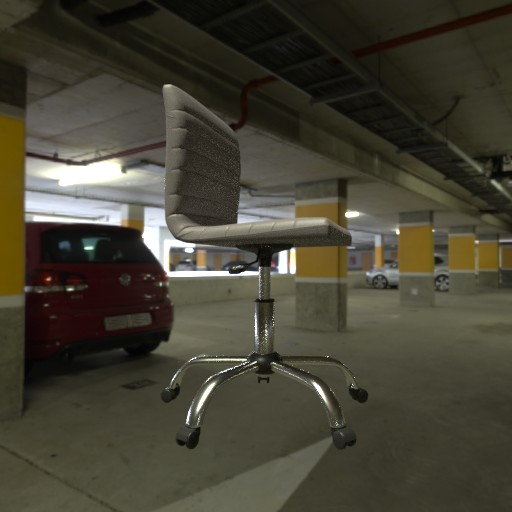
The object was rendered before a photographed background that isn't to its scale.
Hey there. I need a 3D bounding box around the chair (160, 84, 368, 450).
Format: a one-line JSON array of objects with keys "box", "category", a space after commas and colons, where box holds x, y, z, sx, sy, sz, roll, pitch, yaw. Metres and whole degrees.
[{"box": [0.000, 0.000, 1.125, 0.530, 0.780, 0.556, 0, -1, 19], "category": "chair"}]
